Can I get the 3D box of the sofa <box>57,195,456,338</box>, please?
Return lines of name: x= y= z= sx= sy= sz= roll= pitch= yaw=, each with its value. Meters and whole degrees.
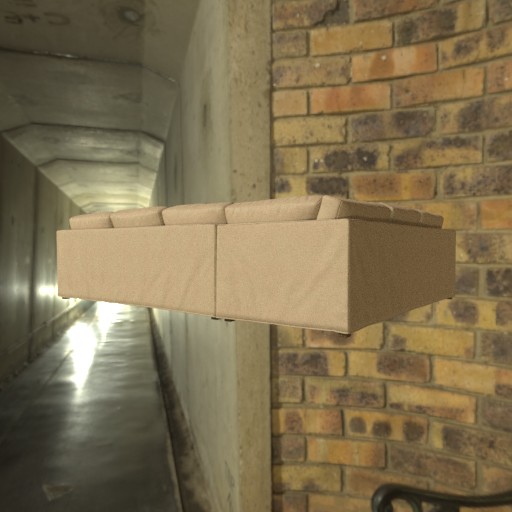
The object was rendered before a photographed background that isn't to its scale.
sofa: x=0.000 y=0.000 z=4.421 sx=3.182 sy=0.871 sz=2.432 roll=1 pitch=2 yaw=37
